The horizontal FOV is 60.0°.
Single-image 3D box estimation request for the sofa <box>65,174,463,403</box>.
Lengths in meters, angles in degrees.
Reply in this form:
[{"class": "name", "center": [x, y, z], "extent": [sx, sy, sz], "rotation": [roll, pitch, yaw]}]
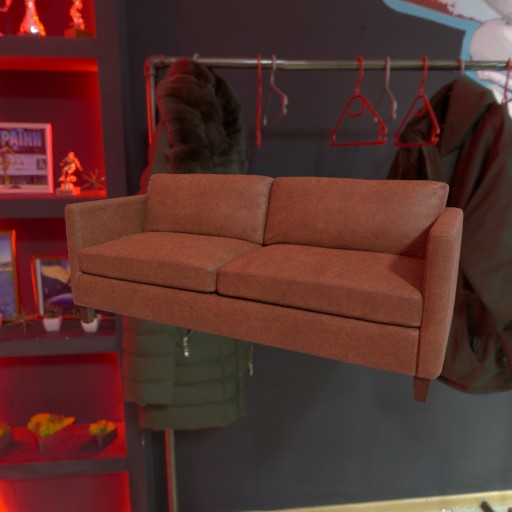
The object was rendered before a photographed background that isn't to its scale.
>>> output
[{"class": "sofa", "center": [0.000, 0.000, 2.676], "extent": [2.204, 0.932, 0.950], "rotation": [7, 15, 26]}]
